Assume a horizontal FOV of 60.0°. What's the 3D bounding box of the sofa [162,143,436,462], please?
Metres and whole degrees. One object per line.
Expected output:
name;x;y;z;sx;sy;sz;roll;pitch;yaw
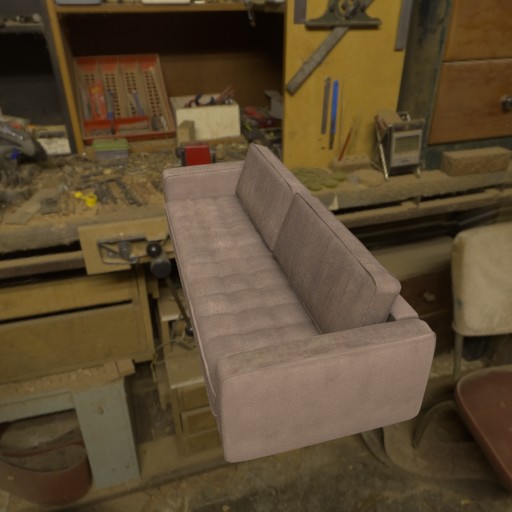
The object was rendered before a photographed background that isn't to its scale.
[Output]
sofa;0.000;0.000;2.692;0.923;0.813;2.295;-8;32;-13
